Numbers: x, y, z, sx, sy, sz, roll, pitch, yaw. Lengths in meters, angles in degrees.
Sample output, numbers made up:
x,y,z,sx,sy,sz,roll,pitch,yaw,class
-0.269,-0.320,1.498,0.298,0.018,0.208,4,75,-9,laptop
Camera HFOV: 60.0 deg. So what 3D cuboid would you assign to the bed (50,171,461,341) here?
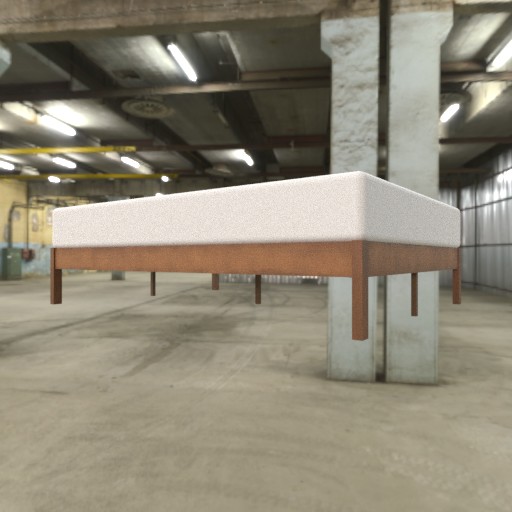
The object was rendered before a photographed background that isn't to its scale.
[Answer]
x,y,z,sx,sy,sz,roll,pitch,yaw,class
0.000,0.000,2.747,2.050,0.593,1.529,0,0,36,bed
